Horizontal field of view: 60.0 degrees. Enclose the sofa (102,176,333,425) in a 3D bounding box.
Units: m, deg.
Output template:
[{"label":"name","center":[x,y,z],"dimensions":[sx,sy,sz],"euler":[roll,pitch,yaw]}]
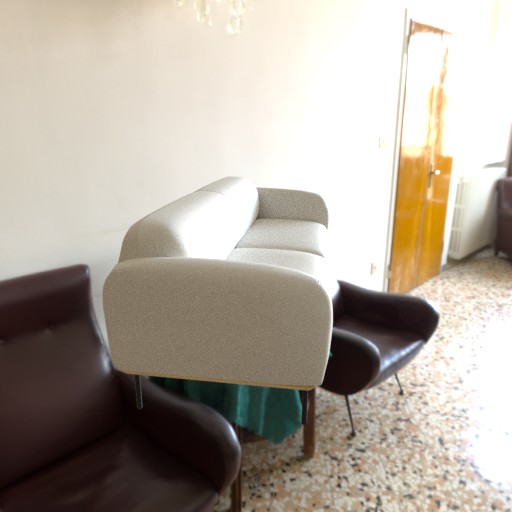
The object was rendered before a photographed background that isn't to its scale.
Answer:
[{"label":"sofa","center":[0.000,0.000,2.658],"dimensions":[0.880,0.780,2.257],"euler":[2,16,8]}]
